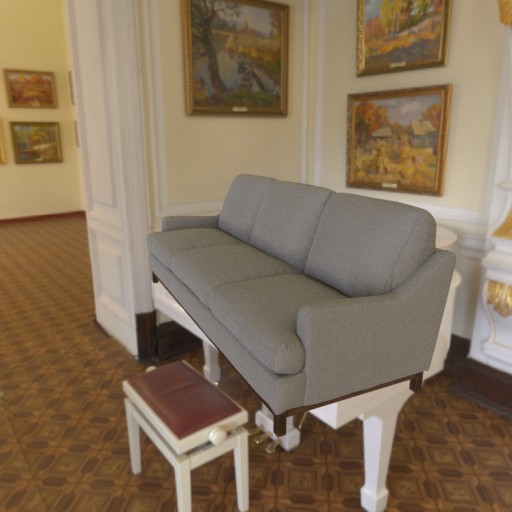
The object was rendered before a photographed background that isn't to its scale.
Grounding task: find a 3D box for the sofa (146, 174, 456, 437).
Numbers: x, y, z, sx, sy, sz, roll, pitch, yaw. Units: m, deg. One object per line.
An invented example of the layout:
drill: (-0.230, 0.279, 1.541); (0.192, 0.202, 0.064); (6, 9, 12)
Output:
sofa: (0.000, 0.000, 2.929); (0.987, 0.926, 2.344); (-7, 17, -25)
